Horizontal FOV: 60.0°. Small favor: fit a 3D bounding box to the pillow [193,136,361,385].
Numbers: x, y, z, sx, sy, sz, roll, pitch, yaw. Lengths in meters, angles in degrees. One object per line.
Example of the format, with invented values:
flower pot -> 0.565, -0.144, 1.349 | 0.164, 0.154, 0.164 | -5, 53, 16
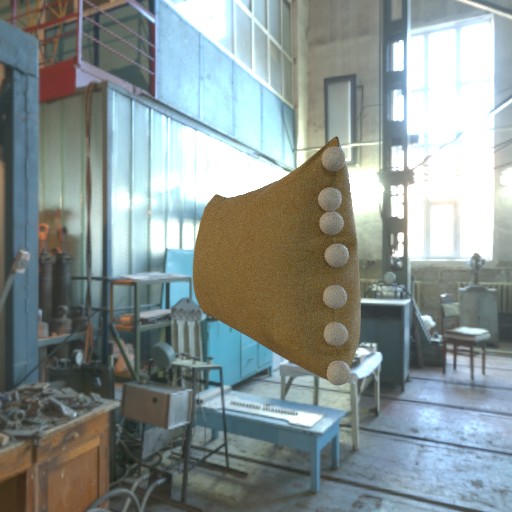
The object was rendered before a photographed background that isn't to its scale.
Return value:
pillow -> 0.000, 0.000, 0.847 | 0.201, 0.322, 0.709 | 0, 0, -19
